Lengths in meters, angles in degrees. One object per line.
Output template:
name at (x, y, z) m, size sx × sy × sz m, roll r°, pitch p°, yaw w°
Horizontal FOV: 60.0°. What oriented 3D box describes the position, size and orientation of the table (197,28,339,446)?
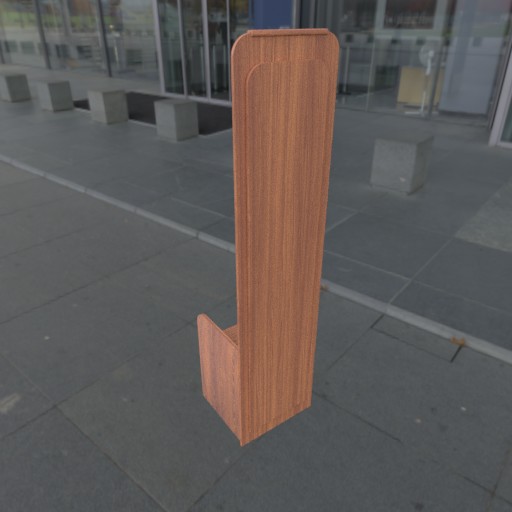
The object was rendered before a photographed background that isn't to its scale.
table at (0.000, 0.000, 2.001) m, size 0.450 × 1.830 × 0.420 m, roll -19°, pitch 34°, yaw -31°
